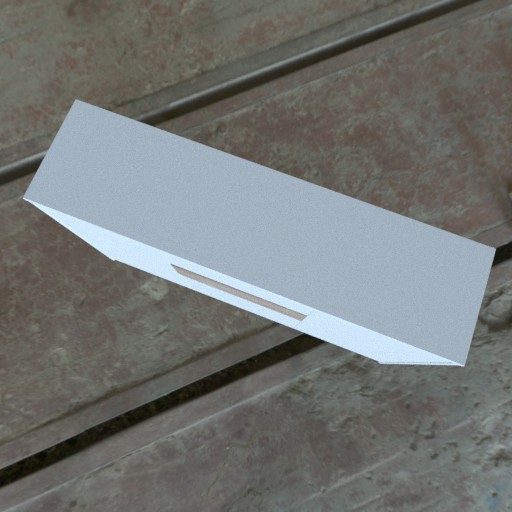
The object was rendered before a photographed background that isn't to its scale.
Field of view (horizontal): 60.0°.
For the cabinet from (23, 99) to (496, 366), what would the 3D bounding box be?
[{"bbox_3d":[0.000,0.000,1.833,1.450,0.900,0.380,21,78,5],"label":"cabinet"}]
